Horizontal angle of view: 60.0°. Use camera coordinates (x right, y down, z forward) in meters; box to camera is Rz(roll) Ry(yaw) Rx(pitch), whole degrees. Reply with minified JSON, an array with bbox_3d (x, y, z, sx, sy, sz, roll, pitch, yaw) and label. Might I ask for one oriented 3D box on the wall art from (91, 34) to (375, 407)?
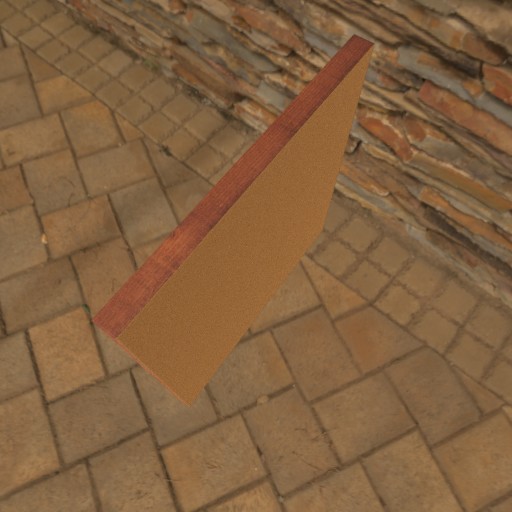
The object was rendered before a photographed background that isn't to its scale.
[{"bbox_3d":[0.000,0.000,0.826,0.037,0.572,0.554,33,69,15],"label":"wall art"}]
